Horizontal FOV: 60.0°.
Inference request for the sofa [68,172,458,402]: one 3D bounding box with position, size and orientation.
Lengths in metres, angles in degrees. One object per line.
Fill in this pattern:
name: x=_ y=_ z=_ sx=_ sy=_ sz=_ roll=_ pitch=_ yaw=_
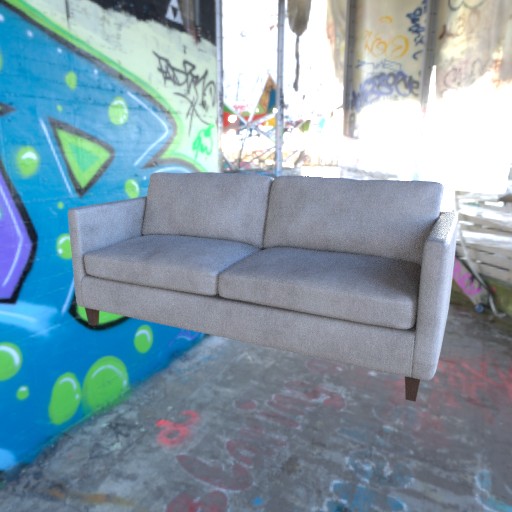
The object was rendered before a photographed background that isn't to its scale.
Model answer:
sofa: x=0.000 y=0.000 z=2.730 sx=2.208 sy=0.965 sz=0.951 roll=7 pitch=16 yaw=25
